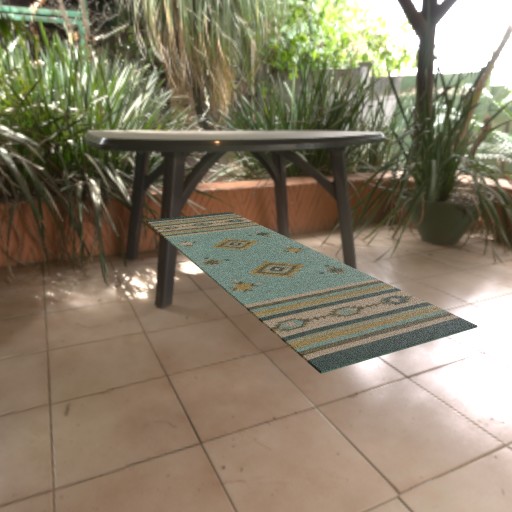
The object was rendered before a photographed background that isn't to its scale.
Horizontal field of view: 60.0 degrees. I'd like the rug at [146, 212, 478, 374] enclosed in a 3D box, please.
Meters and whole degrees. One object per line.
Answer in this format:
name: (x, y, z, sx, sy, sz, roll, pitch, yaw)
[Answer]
rug: (0.000, 0.000, 2.635, 0.744, 0.010, 2.441, -8, 19, -25)
